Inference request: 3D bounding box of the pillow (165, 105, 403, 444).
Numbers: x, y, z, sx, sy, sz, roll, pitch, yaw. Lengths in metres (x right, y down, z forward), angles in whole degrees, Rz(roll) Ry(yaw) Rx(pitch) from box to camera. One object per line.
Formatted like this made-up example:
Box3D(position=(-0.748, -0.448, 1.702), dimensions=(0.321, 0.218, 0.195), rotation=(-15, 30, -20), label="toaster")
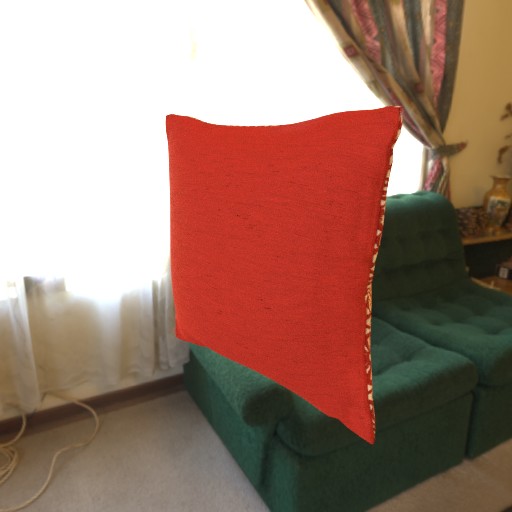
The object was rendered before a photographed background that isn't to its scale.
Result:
Box3D(position=(0.000, 0.000, 0.669), dimensions=(0.162, 0.419, 0.438), rotation=(-15, 22, -43), label="pillow")
